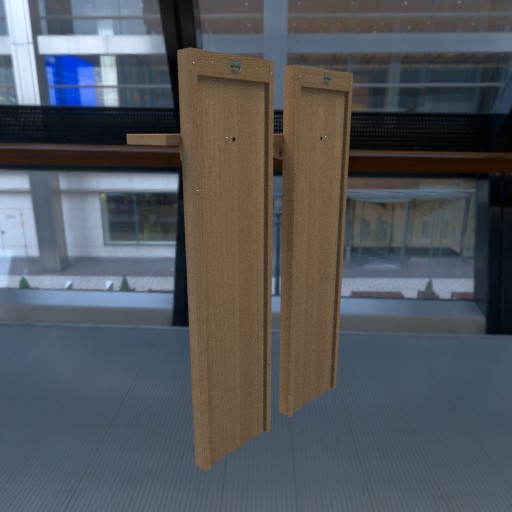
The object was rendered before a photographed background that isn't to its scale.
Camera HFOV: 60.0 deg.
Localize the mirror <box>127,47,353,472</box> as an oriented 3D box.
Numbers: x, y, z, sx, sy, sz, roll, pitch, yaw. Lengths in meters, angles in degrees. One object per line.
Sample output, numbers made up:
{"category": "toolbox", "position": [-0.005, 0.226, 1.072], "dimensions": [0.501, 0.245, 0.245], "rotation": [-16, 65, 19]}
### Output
{"category": "mirror", "position": [0.000, 0.000, 1.582], "dimensions": [0.800, 1.250, 0.260], "rotation": [-15, 21, -42]}
